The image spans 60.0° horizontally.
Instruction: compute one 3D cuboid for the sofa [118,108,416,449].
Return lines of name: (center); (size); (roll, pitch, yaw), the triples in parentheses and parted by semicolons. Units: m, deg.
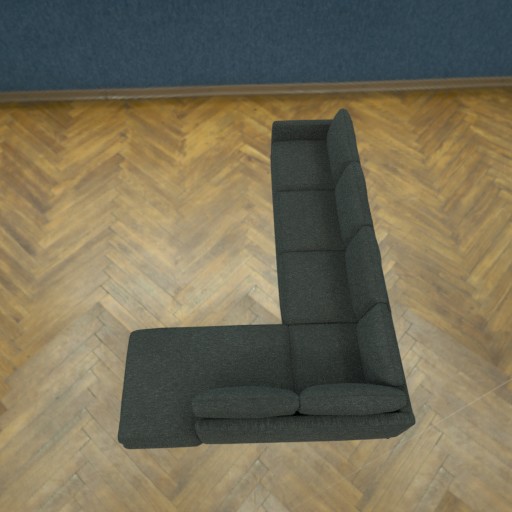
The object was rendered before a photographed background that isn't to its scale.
sofa: (0.000, 0.000, 3.790); (2.007, 0.815, 2.949); (-1, 58, -1)
